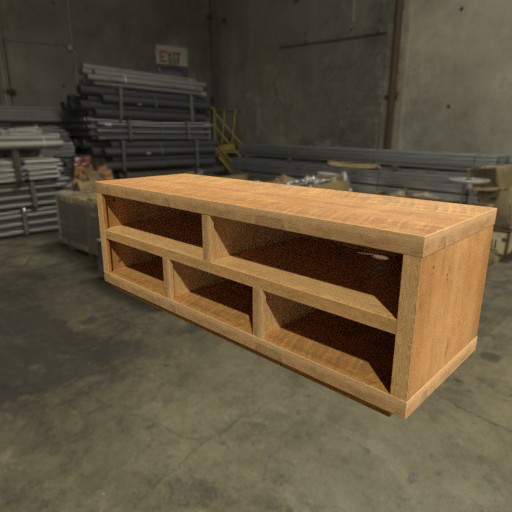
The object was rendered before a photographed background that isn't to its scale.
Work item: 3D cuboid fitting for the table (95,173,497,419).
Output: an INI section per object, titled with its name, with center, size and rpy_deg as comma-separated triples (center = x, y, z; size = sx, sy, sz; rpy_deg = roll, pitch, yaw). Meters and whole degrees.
[table]
center = 0.000, 0.000, 1.703
size = 1.499, 0.491, 0.499
rpy_deg = 15, 22, 42
